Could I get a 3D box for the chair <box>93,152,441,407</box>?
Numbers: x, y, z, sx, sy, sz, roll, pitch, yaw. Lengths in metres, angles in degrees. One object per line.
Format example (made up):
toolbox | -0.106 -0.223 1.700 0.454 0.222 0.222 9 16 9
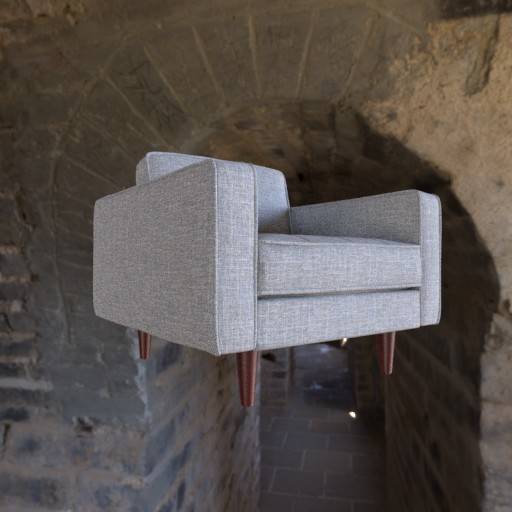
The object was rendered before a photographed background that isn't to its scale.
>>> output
chair | 0.000 0.000 1.556 0.889 0.765 0.914 1 -1 -36
